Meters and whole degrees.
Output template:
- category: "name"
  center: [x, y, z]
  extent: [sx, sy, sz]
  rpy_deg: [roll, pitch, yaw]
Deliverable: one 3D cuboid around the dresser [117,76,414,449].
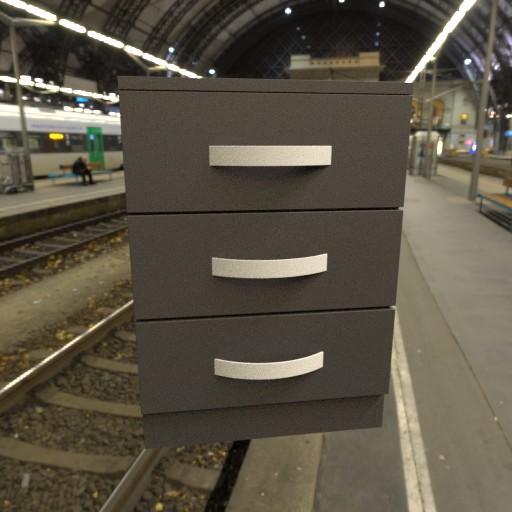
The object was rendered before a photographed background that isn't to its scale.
- category: "dresser"
  center: [0.000, 0.000, 0.804]
  extent: [0.400, 0.560, 0.360]
  rpy_deg: [-2, 14, -8]
